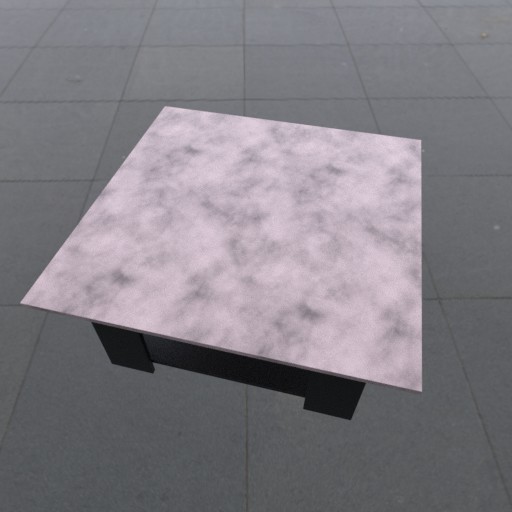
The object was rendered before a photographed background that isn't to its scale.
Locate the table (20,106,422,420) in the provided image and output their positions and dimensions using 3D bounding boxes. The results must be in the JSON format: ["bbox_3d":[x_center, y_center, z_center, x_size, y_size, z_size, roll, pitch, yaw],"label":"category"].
[{"bbox_3d":[0.000,0.000,1.037,0.670,0.305,0.670,10,49,9],"label":"table"}]
